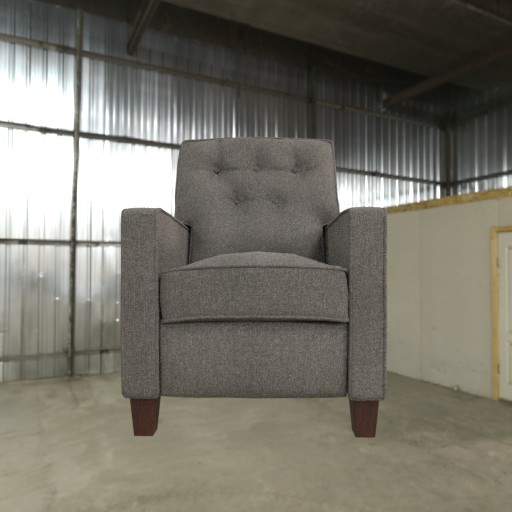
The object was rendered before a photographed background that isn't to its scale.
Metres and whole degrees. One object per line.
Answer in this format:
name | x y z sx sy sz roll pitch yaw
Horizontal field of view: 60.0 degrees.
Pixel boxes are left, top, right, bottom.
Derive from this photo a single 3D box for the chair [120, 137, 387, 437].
chair | 0.000 0.000 1.409 0.650 0.889 0.775 0 -1 1
